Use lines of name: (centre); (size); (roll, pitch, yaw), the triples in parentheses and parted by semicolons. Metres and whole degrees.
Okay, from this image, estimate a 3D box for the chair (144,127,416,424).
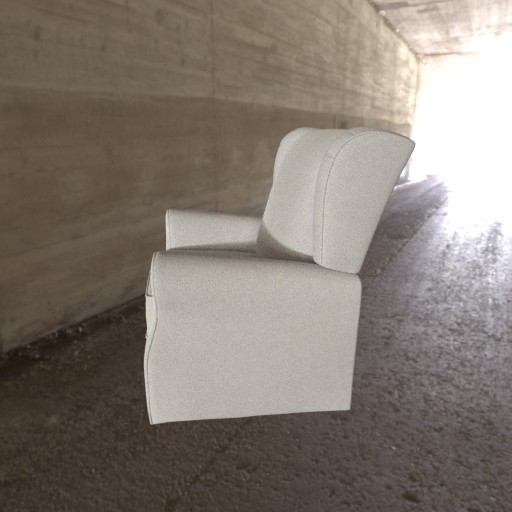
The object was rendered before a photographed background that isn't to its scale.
chair: (0.000, 0.000, 1.731); (0.854, 0.967, 0.906); (-2, 16, -8)
